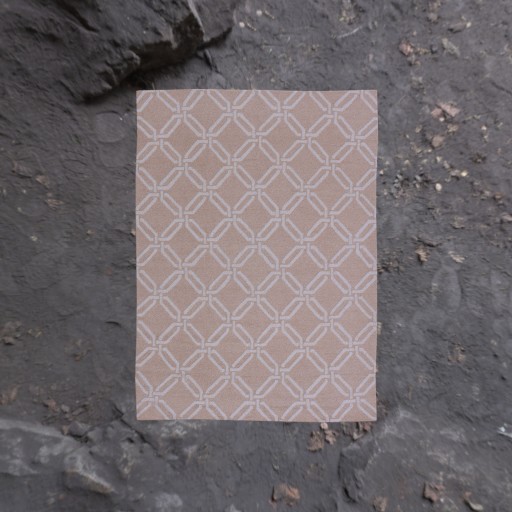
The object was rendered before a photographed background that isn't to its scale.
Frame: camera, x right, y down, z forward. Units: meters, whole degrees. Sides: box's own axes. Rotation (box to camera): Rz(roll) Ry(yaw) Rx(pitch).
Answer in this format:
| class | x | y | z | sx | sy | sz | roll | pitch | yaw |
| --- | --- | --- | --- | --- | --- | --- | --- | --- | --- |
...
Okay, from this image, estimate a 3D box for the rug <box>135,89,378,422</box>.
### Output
| class | x | y | z | sx | sy | sz | roll | pitch | yaw |
| --- | --- | --- | --- | --- | --- | --- | --- | --- | --- |
| rug | 0.000 | 0.000 | 4.475 | 2.452 | 0.020 | 3.365 | 0 | 90 | 1 |
